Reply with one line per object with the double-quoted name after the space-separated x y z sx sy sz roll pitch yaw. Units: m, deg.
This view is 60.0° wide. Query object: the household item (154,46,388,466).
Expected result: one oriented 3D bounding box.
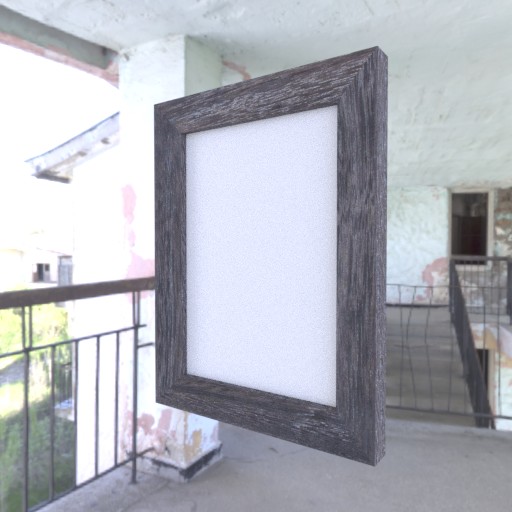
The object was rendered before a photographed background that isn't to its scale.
0.000 0.000 0.275 0.160 0.210 0.020 1 2 35 "household item"
